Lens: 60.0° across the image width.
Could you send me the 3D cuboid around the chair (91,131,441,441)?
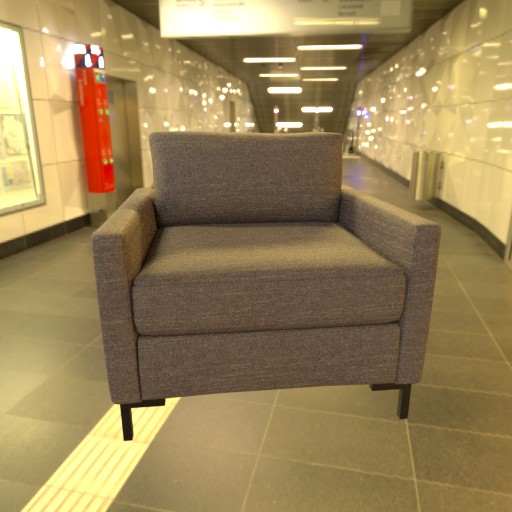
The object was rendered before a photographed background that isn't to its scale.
[{"bbox_3d":[0.000,0.000,1.563,0.940,0.841,0.845,-2,17,-7],"label":"chair"}]
